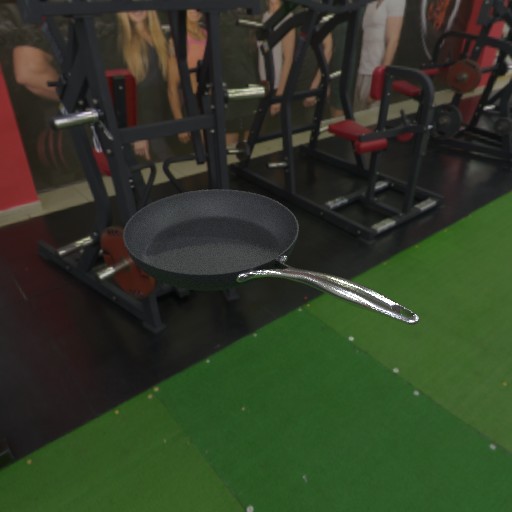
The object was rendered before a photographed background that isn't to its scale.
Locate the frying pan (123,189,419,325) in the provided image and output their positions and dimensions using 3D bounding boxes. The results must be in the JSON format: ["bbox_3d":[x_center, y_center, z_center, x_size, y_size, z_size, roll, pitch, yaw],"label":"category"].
[{"bbox_3d":[0.000,0.000,0.580,0.255,0.105,0.472,-22,39,-30],"label":"frying pan"}]
